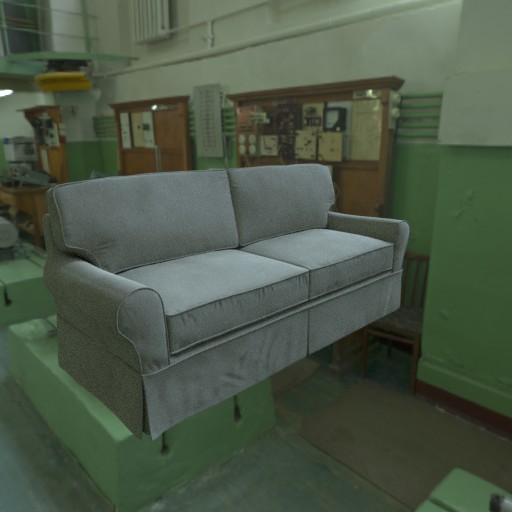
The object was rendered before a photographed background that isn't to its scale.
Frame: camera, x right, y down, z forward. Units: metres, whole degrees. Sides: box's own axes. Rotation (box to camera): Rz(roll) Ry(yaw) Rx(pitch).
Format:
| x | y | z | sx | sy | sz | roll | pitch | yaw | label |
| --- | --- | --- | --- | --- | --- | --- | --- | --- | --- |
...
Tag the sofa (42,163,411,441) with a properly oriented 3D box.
| x | y | z | sx | sy | sz | roll | pitch | yaw | label |
| --- | --- | --- | --- | --- | --- | --- | --- | --- | --- |
| 0.000 | 0.000 | 2.668 | 2.246 | 1.014 | 0.900 | -14 | 20 | -43 | sofa |
